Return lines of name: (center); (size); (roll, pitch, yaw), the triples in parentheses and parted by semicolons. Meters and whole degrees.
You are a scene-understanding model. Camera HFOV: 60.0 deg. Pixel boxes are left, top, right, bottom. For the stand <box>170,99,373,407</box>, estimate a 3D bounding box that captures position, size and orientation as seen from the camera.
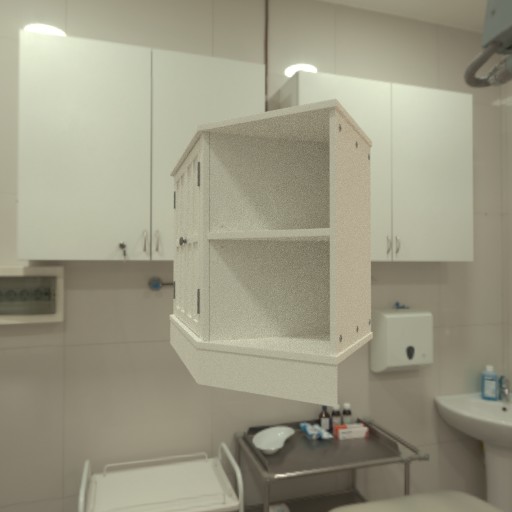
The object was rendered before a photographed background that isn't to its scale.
stand: (0.000, 0.000, 1.389); (0.477, 0.614, 1.072); (0, -1, -17)
